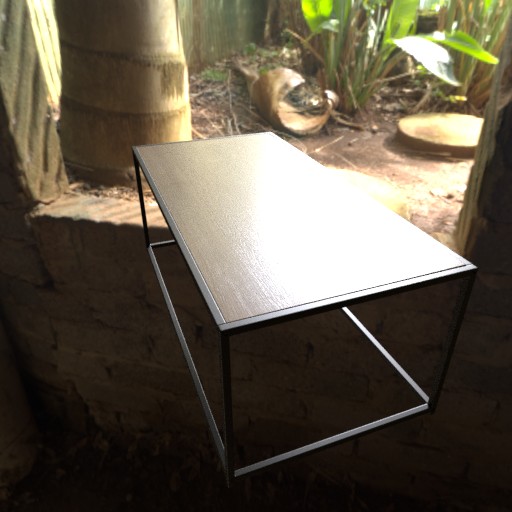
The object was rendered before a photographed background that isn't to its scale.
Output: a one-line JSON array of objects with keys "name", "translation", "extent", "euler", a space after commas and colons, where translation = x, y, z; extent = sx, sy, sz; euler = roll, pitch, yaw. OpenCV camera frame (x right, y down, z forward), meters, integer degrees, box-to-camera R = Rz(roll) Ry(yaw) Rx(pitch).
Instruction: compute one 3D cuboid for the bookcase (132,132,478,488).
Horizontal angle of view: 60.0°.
[{"name": "bookcase", "translation": [0.000, 0.000, 1.245], "extent": [0.500, 0.400, 1.000], "euler": [-11, 32, -18]}]
